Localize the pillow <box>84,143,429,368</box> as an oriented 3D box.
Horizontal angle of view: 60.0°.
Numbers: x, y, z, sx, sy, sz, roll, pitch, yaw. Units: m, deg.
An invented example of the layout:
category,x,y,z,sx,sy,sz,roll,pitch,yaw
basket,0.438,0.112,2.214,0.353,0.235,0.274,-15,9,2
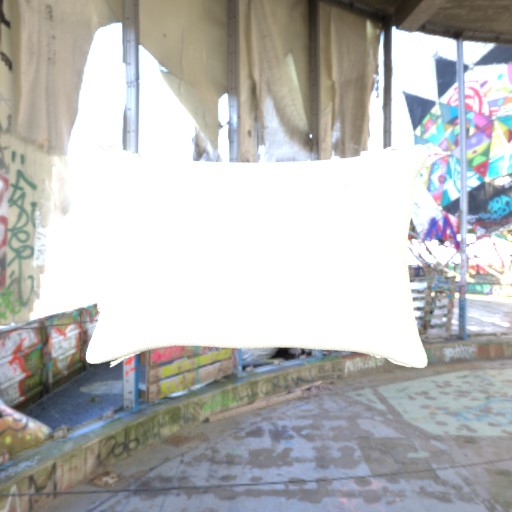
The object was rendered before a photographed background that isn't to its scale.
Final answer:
category,x,y,z,sx,sy,sz,roll,pitch,yaw
pillow,0.000,0.000,0.600,0.466,0.305,0.084,0,0,0
